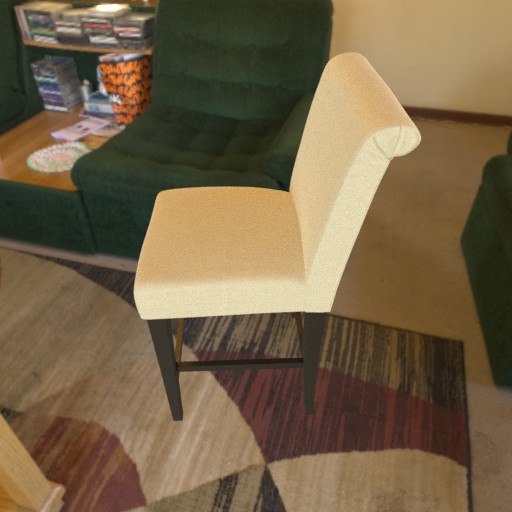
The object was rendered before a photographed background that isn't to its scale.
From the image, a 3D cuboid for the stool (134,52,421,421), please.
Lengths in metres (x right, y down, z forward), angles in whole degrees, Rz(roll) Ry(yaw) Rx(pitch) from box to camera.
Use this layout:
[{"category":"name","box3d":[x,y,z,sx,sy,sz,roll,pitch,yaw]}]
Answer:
[{"category":"stool","box3d":[0.000,0.000,1.267,0.597,0.976,0.452,-1,41,-2]}]
